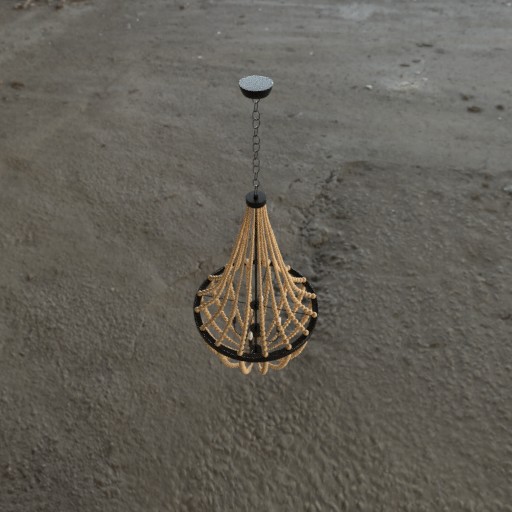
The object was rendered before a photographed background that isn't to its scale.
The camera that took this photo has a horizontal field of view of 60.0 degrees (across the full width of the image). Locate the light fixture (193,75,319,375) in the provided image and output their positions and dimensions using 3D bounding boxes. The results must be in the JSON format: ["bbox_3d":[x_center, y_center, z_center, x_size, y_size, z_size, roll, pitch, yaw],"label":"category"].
[{"bbox_3d":[0.000,0.000,1.416,0.450,1.133,0.450,0,46,0],"label":"light fixture"}]
